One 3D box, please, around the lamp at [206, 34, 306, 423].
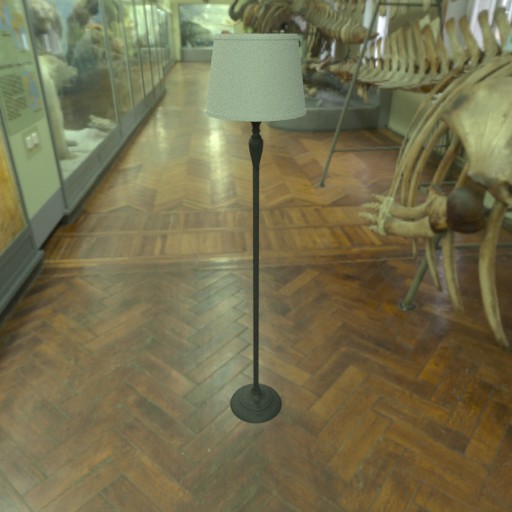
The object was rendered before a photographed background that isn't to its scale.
[{"bbox_3d":[0.000,0.000,1.682,0.327,1.506,0.327,-18,32,-32],"label":"lamp"}]
